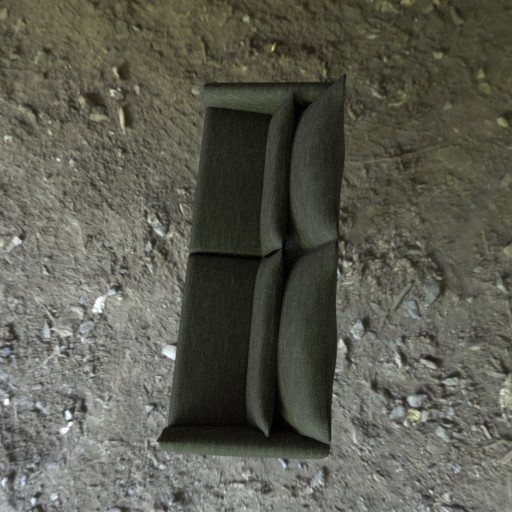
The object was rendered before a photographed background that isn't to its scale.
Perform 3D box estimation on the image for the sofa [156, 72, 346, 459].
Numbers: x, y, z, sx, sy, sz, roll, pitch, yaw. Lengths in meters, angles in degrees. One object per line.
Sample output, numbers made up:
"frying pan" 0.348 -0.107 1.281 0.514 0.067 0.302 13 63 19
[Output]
"sofa" 0.000 0.000 2.368 0.807 0.843 2.019 5 77 1
